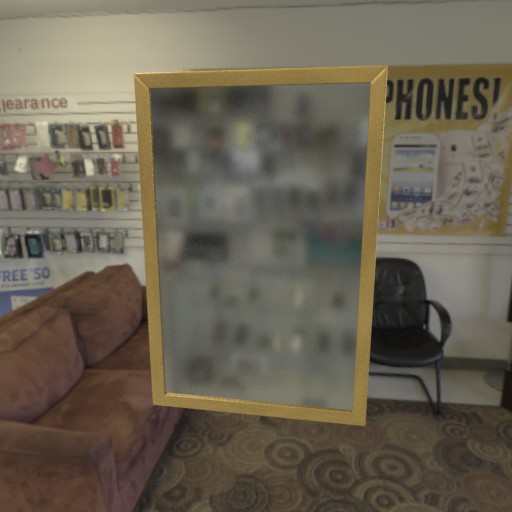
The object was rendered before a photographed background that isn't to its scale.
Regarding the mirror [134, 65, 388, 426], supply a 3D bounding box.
[{"bbox_3d":[0.000,0.000,1.170,0.609,0.915,0.040,2,13,10],"label":"mirror"}]
